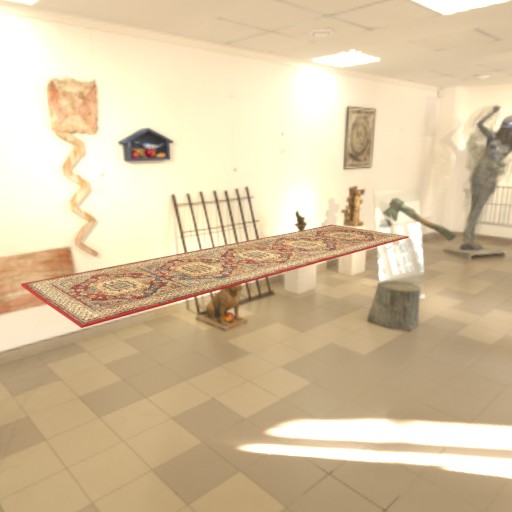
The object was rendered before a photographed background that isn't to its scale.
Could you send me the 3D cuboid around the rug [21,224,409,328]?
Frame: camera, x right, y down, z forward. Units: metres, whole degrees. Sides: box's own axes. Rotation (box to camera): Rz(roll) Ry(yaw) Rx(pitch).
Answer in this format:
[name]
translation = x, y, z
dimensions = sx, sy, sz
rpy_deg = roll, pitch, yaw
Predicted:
[rug]
translation = 0.000, 0.000, 2.527
dimensions = 2.292, 0.015, 0.659
rpy_deg = -13, 19, -42
